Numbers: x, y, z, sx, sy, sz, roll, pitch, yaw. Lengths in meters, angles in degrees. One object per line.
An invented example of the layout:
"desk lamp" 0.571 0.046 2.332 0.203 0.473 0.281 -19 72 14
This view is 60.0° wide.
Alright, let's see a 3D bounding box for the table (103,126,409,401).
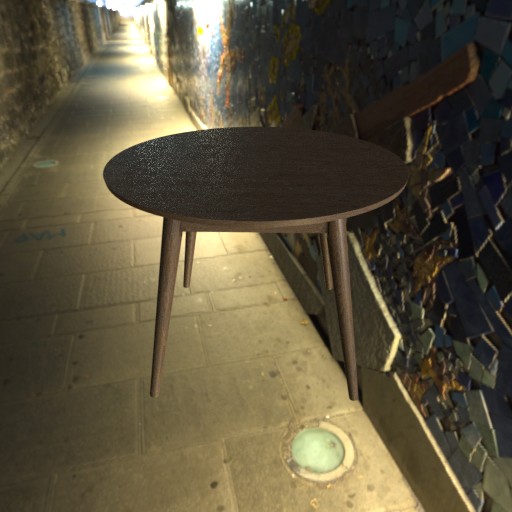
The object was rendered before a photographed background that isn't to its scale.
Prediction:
"table" 0.000 0.000 1.783 1.053 0.786 1.053 0 29 0
